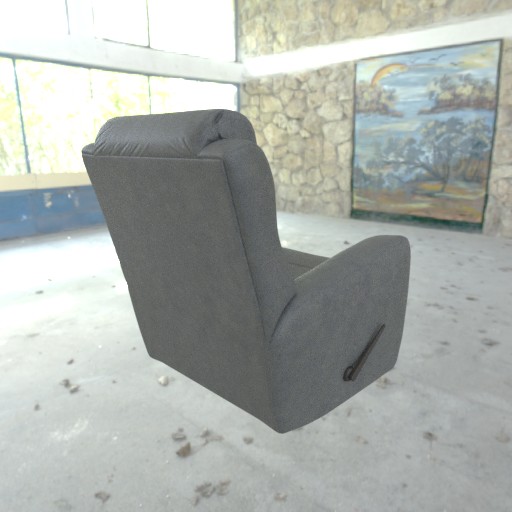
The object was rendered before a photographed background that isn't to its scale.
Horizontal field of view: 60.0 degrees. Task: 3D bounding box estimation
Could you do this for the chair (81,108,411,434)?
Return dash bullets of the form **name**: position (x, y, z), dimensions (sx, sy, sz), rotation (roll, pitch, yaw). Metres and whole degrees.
- **chair**: position (0.000, 0.000, 1.871), dimensions (0.967, 1.116, 1.068), rotation (14, 19, 43)
